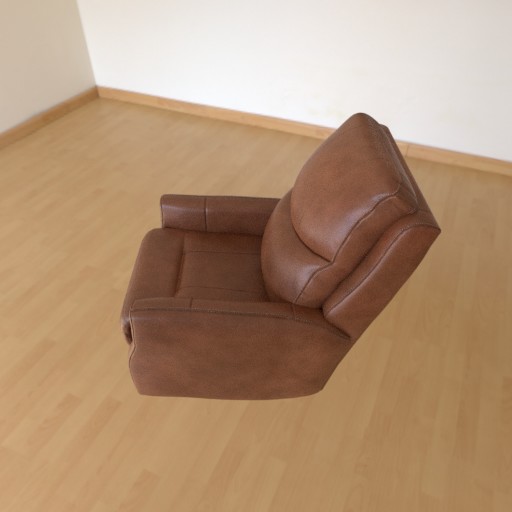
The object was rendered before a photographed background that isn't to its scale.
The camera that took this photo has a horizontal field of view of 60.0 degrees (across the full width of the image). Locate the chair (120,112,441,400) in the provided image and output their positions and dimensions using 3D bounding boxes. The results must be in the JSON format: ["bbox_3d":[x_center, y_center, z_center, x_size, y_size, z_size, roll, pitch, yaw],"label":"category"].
[{"bbox_3d":[0.000,0.000,1.798,1.072,1.016,0.821,0,42,0],"label":"chair"}]
